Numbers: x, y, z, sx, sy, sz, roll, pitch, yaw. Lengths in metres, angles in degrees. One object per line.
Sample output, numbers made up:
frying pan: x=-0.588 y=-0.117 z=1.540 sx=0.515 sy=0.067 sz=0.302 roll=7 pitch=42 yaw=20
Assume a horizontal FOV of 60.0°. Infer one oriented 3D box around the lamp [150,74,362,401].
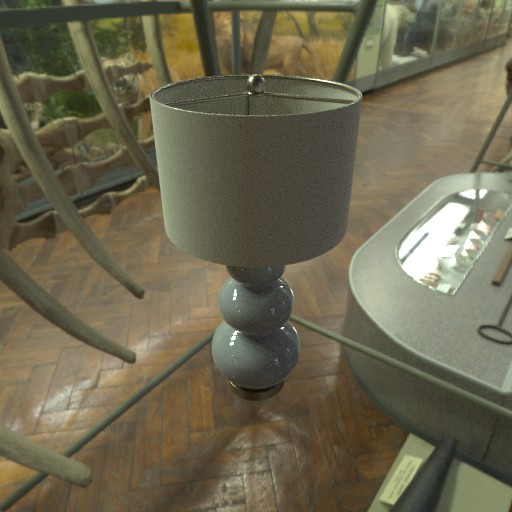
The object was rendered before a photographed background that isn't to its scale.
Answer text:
lamp: x=0.000 y=0.000 z=0.953 sx=0.367 sy=0.730 sz=0.367 roll=21 pitch=37 yaw=31
